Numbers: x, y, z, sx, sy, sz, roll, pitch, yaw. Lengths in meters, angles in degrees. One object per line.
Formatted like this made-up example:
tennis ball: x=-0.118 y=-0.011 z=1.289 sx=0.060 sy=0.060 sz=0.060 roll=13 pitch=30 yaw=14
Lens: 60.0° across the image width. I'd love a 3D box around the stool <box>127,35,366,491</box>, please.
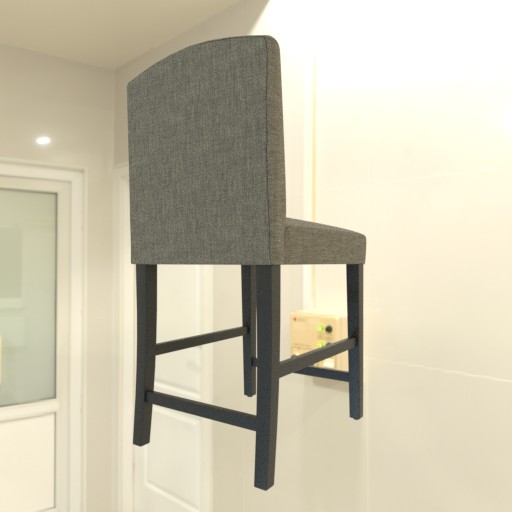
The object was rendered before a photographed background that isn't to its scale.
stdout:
stool: x=0.000 y=0.000 z=1.237 sx=0.451 sy=0.966 sz=0.552 roll=-1 pitch=-1 yaw=35
